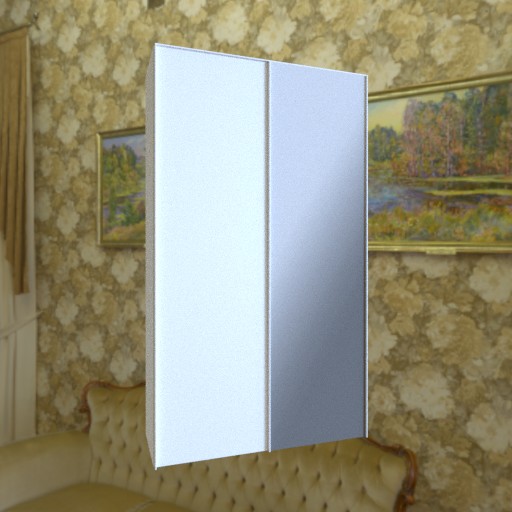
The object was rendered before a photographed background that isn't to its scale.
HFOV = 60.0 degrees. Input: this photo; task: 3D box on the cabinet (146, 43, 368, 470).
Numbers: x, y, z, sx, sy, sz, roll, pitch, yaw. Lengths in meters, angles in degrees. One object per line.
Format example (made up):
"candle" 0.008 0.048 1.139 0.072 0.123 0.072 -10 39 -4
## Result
"cabinet" 0.000 0.000 2.662 1.250 2.160 0.480 0 0 -19
